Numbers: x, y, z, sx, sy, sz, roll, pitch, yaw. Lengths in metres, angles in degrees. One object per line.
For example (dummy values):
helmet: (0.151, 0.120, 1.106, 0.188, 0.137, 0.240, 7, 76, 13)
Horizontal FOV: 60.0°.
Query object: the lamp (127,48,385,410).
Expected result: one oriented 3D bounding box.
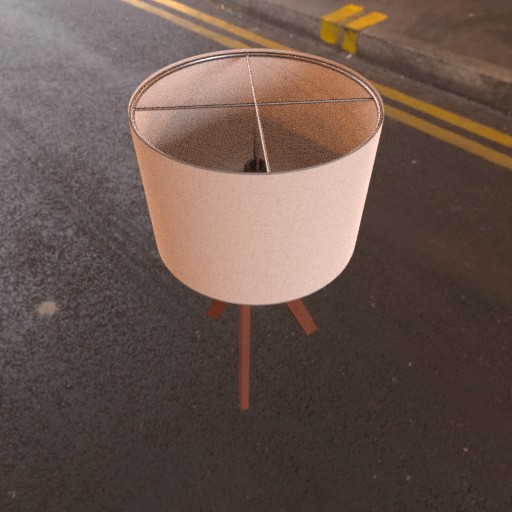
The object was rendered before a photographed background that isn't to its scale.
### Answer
lamp: (0.000, 0.000, 0.915, 0.380, 0.686, 0.380, -4, 46, -4)
